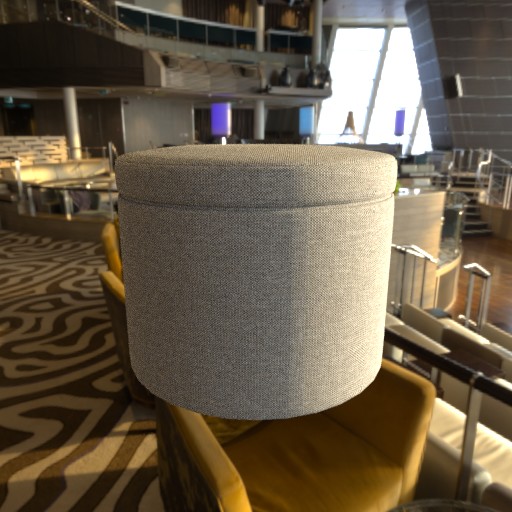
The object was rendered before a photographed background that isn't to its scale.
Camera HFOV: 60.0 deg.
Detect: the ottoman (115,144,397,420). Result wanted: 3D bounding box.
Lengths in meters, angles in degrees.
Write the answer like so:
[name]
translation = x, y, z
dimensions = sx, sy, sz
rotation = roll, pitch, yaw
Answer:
[ottoman]
translation = 0.000, 0.000, 0.862
dimensions = 0.500, 0.419, 0.500
rotation = 0, 15, 0
